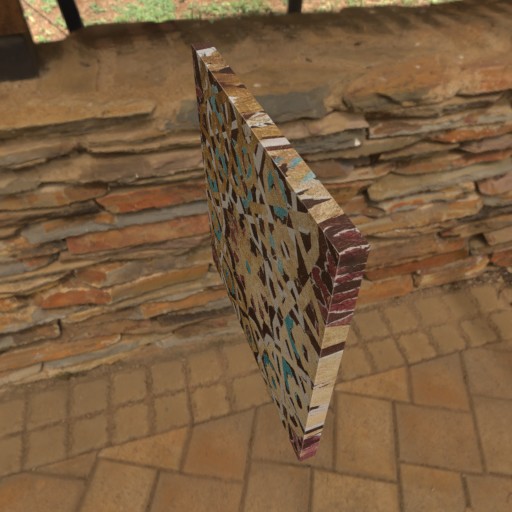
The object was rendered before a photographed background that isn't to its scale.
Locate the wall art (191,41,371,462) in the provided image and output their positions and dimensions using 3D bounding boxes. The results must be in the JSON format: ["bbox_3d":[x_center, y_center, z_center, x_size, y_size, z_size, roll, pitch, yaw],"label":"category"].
[{"bbox_3d":[0.000,0.000,0.890,0.041,0.613,0.609,-15,48,-14],"label":"wall art"}]
